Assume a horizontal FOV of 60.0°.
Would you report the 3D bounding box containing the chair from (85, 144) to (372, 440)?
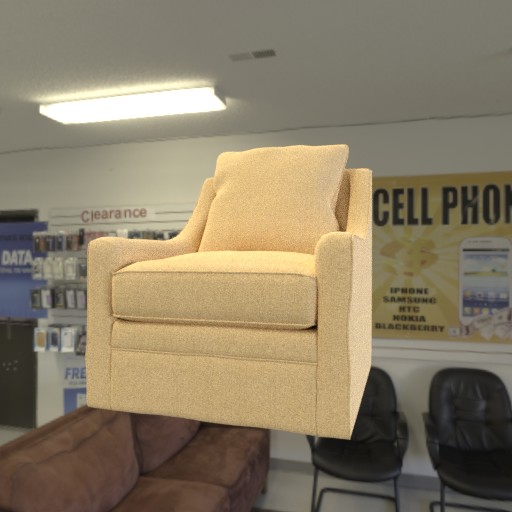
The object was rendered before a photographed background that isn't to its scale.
[{"bbox_3d":[0.000,0.000,1.564,0.760,0.927,0.876,0,0,18],"label":"chair"}]
